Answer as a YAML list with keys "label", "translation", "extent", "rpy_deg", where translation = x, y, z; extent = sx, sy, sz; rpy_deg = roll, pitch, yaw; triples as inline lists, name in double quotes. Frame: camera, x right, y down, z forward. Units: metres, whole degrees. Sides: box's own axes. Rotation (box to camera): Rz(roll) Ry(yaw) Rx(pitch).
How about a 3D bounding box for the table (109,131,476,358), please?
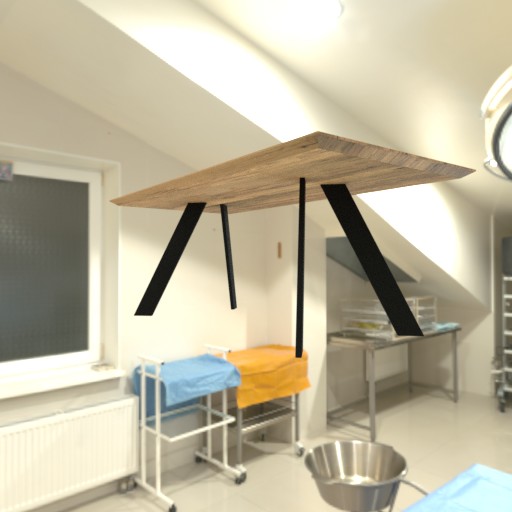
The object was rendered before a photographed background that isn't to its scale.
- label: "table"
  translation: [0.000, 0.000, 2.508]
  extent: [1.000, 0.770, 2.000]
  rpy_deg: [1, -1, -37]
